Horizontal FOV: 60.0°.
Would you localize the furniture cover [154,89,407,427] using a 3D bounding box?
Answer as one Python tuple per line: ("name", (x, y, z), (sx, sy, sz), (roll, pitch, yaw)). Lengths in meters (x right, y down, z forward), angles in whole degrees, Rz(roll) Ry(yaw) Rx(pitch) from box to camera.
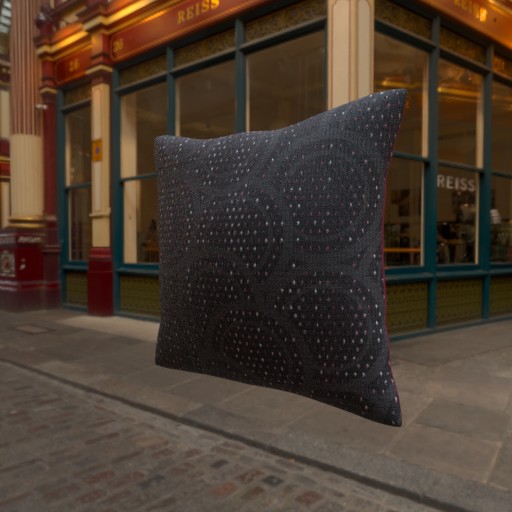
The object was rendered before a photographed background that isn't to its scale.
("furniture cover", (0.000, 0.000, 0.824), (0.552, 0.509, 0.193), (2, 3, 36))
